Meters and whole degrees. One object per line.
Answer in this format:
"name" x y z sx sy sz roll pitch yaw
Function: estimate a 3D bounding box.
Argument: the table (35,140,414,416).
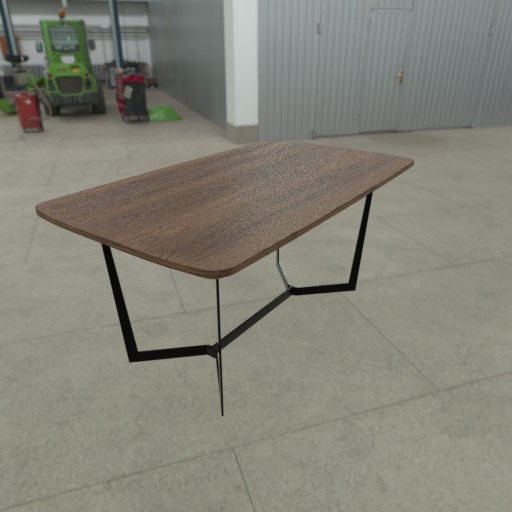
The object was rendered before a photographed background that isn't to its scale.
"table" 0.000 0.000 2.143 0.949 0.765 1.643 17 31 32
